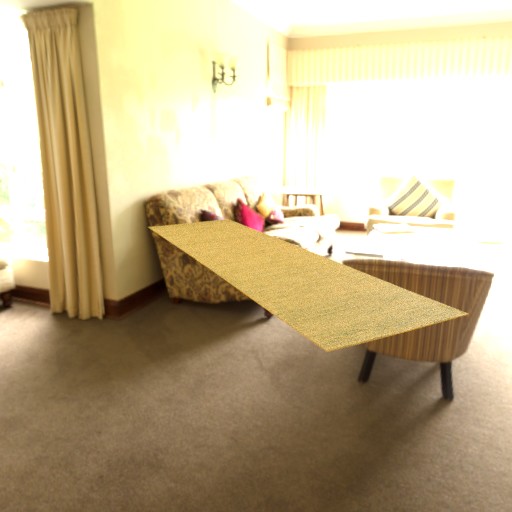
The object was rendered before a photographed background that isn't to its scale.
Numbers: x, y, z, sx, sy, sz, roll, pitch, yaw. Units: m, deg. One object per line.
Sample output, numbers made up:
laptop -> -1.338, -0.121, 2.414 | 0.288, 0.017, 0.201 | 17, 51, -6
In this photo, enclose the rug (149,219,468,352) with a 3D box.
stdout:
rug -> 0.000, 0.000, 2.594 | 0.686, 0.013, 2.340 | -8, 17, -26
